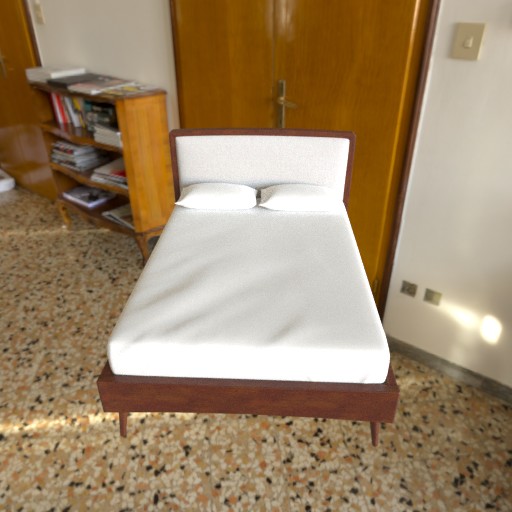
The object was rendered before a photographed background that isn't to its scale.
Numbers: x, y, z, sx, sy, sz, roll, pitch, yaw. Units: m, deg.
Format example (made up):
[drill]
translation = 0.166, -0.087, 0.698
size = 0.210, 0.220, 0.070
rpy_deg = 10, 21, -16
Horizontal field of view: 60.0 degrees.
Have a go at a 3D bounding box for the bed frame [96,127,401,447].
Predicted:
[bed frame]
translation = 0.000, 0.000, 3.165
size = 1.587, 1.279, 2.171
rpy_deg = 1, 30, 2
